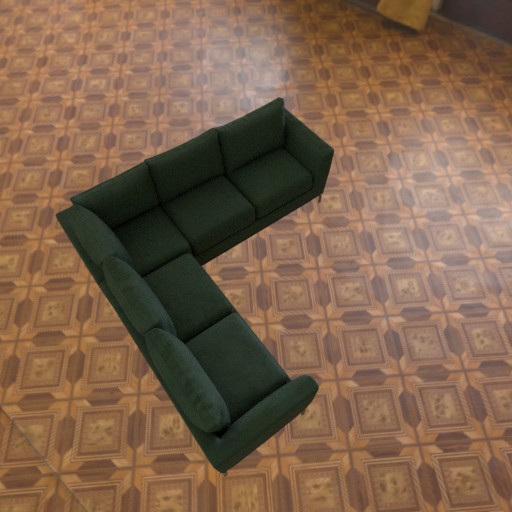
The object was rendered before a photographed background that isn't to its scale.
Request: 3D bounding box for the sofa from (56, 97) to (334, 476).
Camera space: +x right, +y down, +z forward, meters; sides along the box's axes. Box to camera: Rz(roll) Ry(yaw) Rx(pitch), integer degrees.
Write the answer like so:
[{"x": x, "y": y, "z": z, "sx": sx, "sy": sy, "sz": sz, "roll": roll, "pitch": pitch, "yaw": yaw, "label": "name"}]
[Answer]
[{"x": 0.000, "y": 0.000, "z": 3.827, "sx": 2.452, "sy": 1.004, "sz": 2.468, "roll": -32, "pitch": 62, "yaw": -19, "label": "sofa"}]
